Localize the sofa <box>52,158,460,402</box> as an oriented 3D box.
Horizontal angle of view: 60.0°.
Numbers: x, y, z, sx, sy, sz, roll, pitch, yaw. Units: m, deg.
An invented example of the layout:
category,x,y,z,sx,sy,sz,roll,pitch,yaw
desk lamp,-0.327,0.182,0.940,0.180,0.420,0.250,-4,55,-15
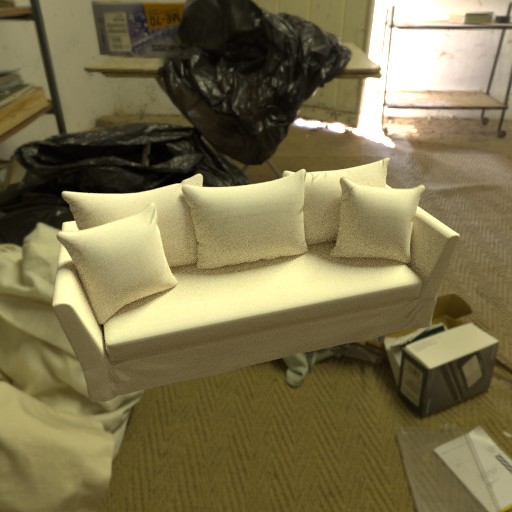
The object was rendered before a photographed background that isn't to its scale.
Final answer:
category,x,y,z,sx,sy,sz,roll,pitch,yaw
sofa,0.000,0.000,3.077,2.484,1.042,1.030,-9,33,-15
